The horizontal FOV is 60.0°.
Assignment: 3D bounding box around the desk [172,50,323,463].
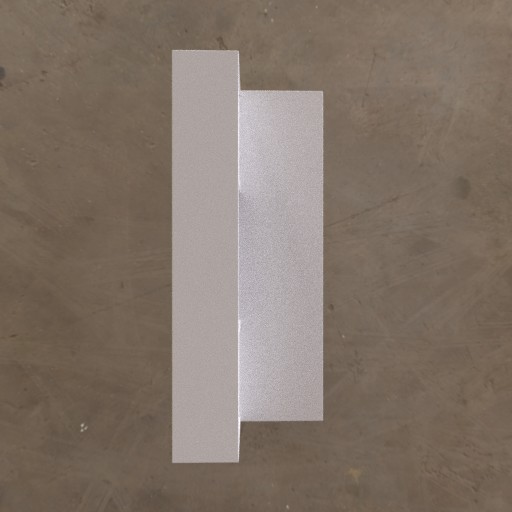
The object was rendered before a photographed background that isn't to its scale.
[{"bbox_3d":[0.000,0.000,1.783,0.559,0.990,1.199,0,90,-1],"label":"desk"}]
